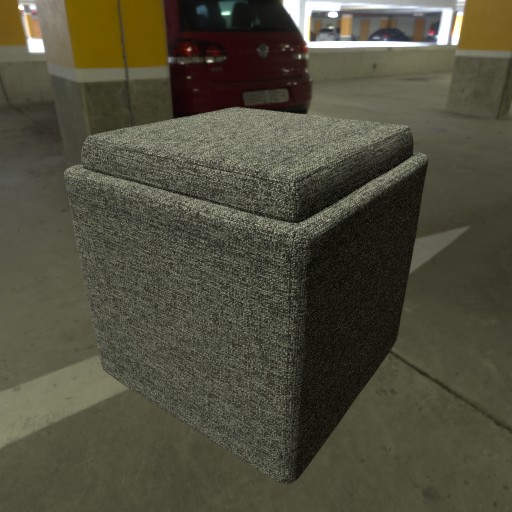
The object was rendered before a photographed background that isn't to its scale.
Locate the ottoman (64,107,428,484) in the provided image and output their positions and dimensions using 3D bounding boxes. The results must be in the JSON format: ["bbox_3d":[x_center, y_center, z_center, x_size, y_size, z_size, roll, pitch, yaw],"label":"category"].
[{"bbox_3d":[0.000,0.000,0.812,0.450,0.463,0.450,18,32,32],"label":"ottoman"}]
